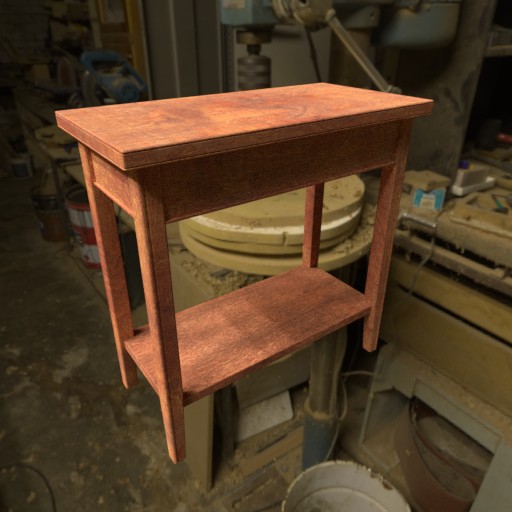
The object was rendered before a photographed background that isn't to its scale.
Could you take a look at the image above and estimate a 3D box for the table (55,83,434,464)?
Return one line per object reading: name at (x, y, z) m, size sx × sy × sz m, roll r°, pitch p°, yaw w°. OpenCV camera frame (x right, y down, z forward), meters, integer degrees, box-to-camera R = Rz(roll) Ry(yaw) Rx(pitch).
table at (0.000, 0.000, 0.933) m, size 0.610 × 0.610 × 0.305 m, roll -19°, pitch 34°, yaw -31°
